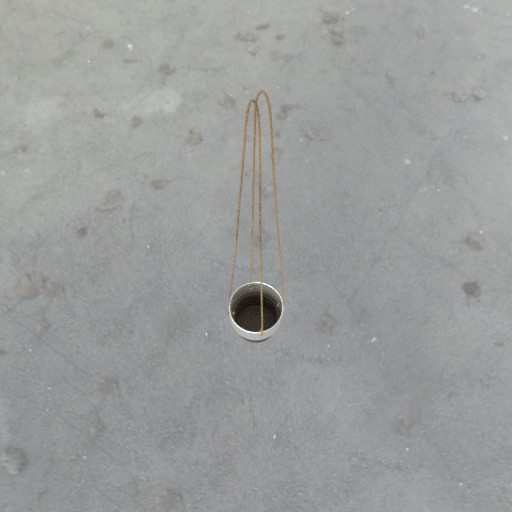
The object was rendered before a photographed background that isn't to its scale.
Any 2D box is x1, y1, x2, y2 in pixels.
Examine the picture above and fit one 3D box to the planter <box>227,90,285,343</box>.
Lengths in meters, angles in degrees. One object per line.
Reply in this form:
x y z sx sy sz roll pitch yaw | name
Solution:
0.000 0.000 1.171 0.187 1.073 0.187 31 66 15 | planter
